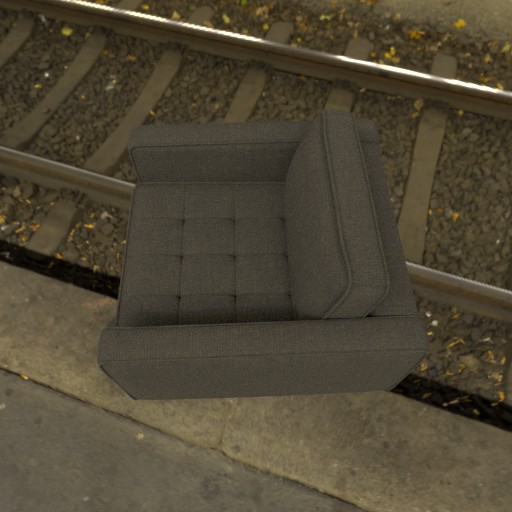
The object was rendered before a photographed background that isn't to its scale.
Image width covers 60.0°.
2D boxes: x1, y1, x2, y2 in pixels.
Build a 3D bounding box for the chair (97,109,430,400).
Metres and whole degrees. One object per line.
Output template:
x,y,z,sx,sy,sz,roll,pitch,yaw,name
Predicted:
0.000,0.000,1.568,0.919,0.770,0.899,-2,60,-1,chair
